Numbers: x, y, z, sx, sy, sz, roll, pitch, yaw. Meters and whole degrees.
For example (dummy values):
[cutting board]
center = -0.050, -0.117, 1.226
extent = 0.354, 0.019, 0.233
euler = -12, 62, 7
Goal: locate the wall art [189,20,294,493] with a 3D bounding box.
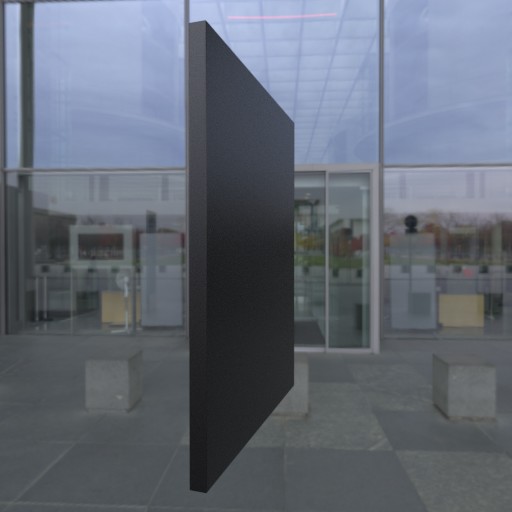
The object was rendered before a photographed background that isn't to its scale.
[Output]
[wall art]
center = 0.000, 0.000, 1.574
extent = 0.053, 1.194, 0.950
euler = 0, 1, 18
